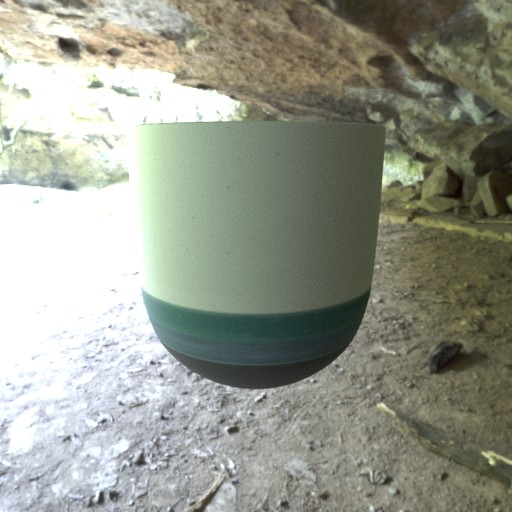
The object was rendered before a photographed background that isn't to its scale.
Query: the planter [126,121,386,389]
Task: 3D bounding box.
[{"bbox_3d":[0.000,0.000,0.386,0.204,0.214,0.204,0,14,0],"label":"planter"}]
